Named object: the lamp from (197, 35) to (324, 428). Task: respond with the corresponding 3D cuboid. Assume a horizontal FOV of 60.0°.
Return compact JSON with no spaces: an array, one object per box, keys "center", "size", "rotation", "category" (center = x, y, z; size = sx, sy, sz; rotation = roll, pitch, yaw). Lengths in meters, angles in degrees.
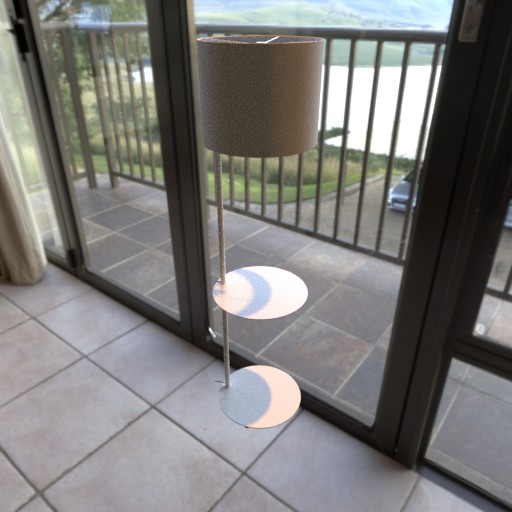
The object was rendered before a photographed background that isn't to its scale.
[{"center":[0.000,0.000,1.662],"size":[0.405,1.465,0.372],"rotation":[10,31,17],"category":"lamp"}]
